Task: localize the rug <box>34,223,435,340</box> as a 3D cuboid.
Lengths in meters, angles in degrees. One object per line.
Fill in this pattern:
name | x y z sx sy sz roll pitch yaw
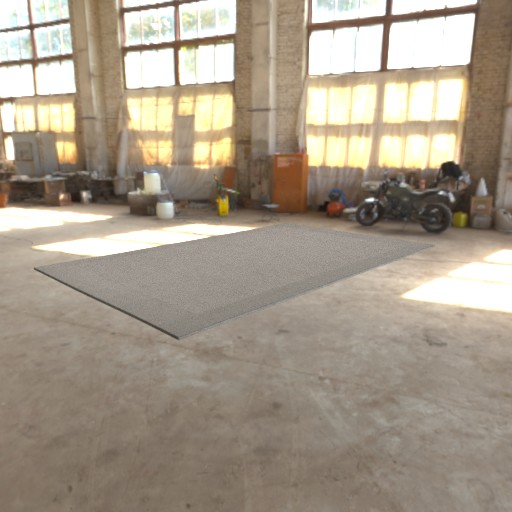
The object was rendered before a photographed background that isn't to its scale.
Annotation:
rug | 0.000 0.000 3.105 1.524 0.014 2.438 13 18 43
